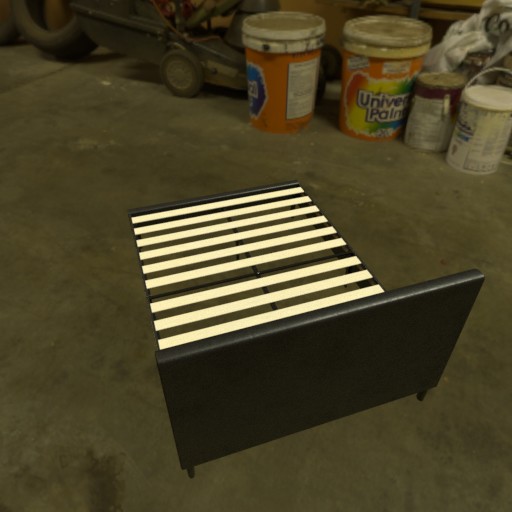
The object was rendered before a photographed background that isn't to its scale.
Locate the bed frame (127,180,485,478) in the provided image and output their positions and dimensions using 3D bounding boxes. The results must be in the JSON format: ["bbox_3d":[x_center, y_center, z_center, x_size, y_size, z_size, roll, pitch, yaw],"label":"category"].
[{"bbox_3d":[0.000,0.000,3.196,1.634,1.127,2.318,-12,41,-14],"label":"bed frame"}]
